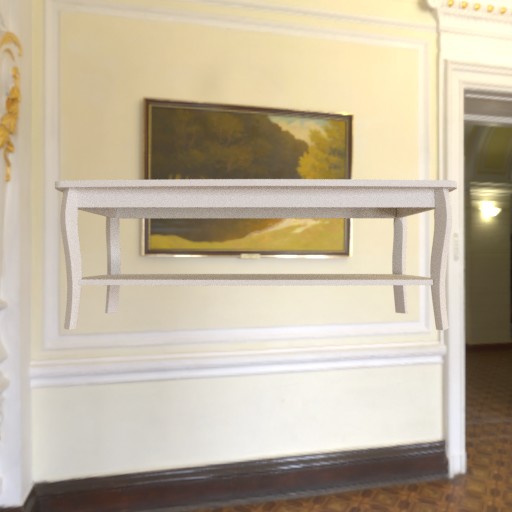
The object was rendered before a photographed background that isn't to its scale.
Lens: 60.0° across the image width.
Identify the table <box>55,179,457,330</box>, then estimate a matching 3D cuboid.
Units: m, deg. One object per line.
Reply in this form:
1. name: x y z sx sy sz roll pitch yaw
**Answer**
1. table: 0.000 0.000 1.644 1.334 0.474 0.561 0 0 0
